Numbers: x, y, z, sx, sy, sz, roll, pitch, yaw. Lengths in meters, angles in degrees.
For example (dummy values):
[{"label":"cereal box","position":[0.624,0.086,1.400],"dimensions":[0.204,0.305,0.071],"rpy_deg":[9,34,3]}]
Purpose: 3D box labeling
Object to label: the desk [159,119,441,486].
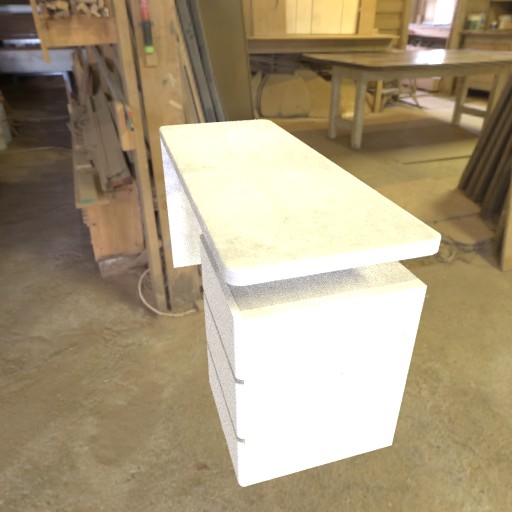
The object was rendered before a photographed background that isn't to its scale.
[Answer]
[{"label":"desk","position":[0.000,0.000,1.769],"dimensions":[0.550,0.755,1.400],"rpy_deg":[-8,30,-15]}]
